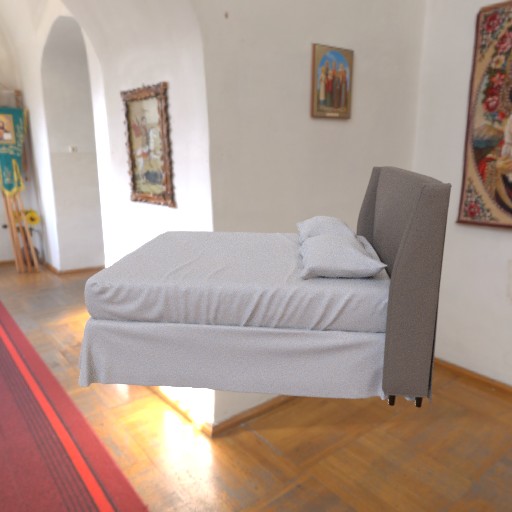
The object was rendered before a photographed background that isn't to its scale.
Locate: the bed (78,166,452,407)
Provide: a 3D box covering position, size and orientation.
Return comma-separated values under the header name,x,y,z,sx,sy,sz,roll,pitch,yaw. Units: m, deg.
name,x,y,z,sx,sy,sz,roll,pitch,yaw
bed,0.000,0.000,3.463,2.276,1.332,1.925,2,14,7
